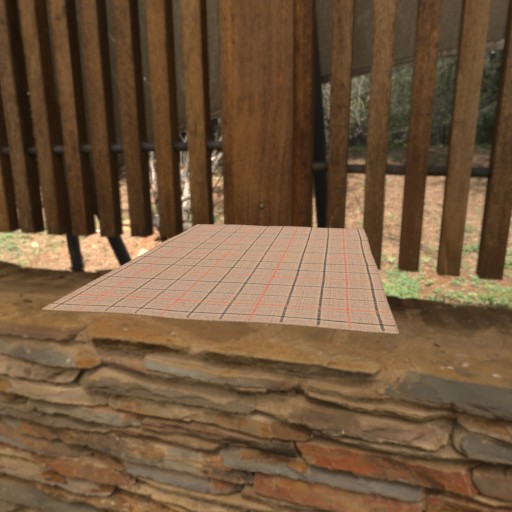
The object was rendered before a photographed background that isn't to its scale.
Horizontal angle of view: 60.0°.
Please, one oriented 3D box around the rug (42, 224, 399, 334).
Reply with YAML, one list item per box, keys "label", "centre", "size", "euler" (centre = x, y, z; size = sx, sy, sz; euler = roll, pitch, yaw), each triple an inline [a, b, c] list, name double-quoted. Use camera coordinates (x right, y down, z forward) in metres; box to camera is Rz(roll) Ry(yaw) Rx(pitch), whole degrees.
- label: "rug"
  centre: [0.000, 0.000, 2.344]
  size: [1.220, 0.013, 1.829]
  euler: [2, 14, 10]
